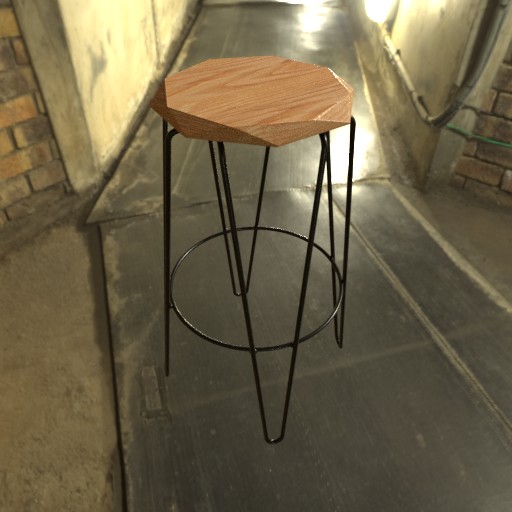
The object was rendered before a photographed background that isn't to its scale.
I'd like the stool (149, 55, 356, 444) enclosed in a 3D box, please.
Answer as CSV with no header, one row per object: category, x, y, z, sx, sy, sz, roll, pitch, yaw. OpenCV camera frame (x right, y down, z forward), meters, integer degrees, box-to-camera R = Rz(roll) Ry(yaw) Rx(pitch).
stool,0.000,0.000,0.794,0.326,0.610,0.326,24,47,25
